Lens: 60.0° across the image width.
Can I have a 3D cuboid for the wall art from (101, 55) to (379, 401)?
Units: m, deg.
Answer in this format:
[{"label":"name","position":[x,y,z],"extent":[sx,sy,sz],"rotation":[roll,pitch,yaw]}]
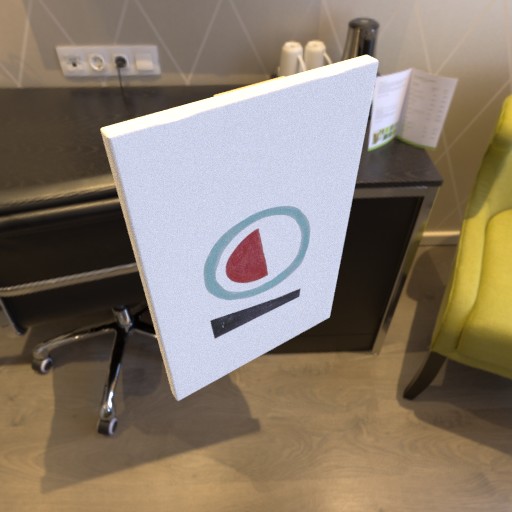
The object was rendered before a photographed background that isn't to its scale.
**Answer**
[{"label":"wall art","position":[0.000,0.000,1.168],"extent":[0.602,0.902,0.048],"rotation":[-24,50,-22]}]
